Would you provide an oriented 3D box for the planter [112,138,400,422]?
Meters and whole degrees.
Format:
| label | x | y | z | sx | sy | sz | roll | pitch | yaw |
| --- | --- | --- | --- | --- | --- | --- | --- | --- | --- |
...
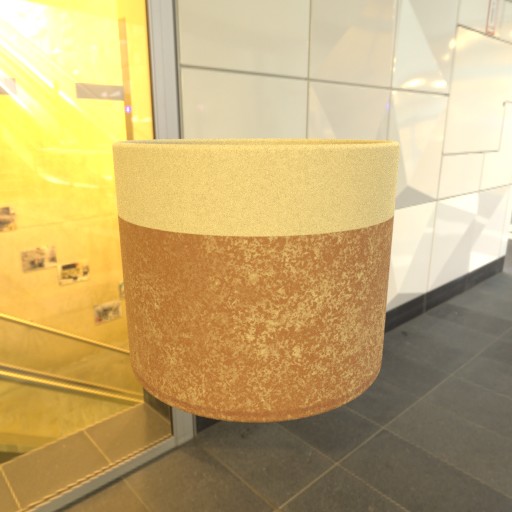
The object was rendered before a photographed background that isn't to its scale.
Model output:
| label | x | y | z | sx | sy | sz | roll | pitch | yaw |
| --- | --- | --- | --- | --- | --- | --- | --- | --- | --- |
| planter | 0.000 | 0.000 | 0.274 | 0.159 | 0.138 | 0.159 | 0 | 16 | 0 |
